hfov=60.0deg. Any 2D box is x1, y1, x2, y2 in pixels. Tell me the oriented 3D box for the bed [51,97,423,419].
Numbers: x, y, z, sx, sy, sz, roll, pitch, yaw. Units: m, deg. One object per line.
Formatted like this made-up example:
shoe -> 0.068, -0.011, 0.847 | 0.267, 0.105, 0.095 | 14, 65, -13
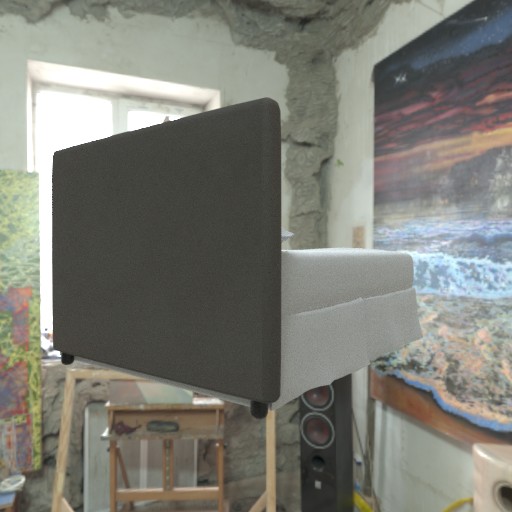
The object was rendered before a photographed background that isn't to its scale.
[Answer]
bed -> 0.000, 0.000, 3.109 | 1.723, 1.330, 2.142 | 1, 1, 37
